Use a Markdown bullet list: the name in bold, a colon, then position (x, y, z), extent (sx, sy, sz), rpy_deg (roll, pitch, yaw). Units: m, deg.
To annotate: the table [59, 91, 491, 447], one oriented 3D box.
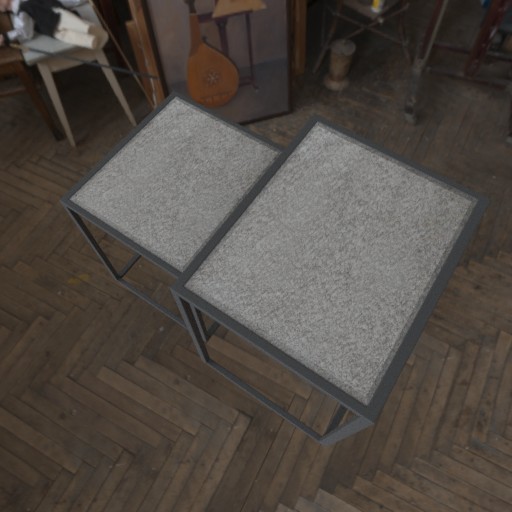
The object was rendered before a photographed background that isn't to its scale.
- **table**: position (0.000, 0.000, 1.127), extent (0.788, 0.540, 0.508), rpy_deg (31, 67, 15)
